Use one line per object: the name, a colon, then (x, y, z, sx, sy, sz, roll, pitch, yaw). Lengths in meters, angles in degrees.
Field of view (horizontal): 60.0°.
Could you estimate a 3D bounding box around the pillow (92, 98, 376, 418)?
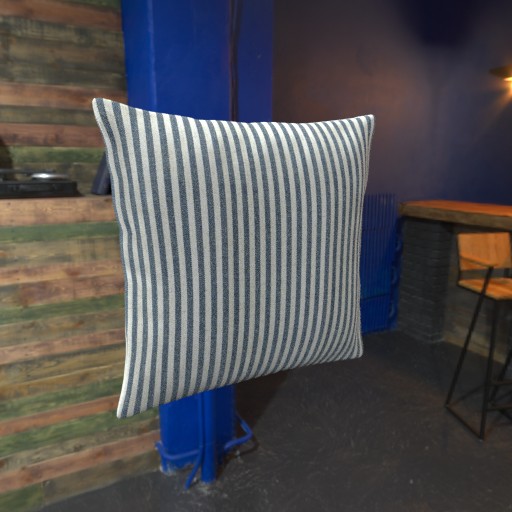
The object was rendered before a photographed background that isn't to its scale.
pillow: (0.000, 0.000, 0.800, 0.523, 0.510, 0.166, -6, 13, -26)
